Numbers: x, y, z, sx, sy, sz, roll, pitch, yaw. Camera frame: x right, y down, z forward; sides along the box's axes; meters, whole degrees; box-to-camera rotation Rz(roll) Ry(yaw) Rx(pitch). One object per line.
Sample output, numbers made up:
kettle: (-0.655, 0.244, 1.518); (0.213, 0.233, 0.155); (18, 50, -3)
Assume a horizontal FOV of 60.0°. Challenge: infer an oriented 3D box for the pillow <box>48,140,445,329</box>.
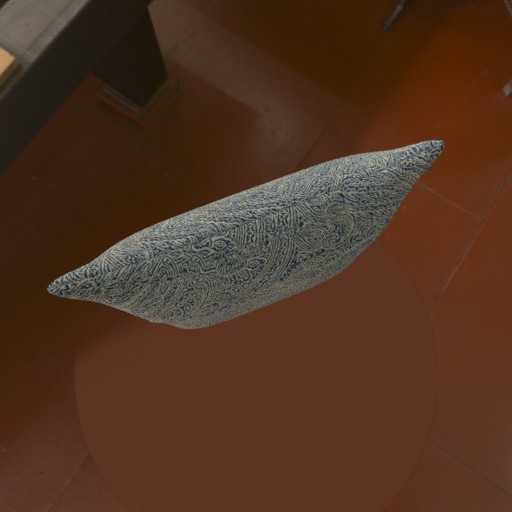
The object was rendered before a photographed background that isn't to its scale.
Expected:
pillow: (0.000, 0.000, 0.781); (0.523, 0.510, 0.166); (-21, 78, -5)
